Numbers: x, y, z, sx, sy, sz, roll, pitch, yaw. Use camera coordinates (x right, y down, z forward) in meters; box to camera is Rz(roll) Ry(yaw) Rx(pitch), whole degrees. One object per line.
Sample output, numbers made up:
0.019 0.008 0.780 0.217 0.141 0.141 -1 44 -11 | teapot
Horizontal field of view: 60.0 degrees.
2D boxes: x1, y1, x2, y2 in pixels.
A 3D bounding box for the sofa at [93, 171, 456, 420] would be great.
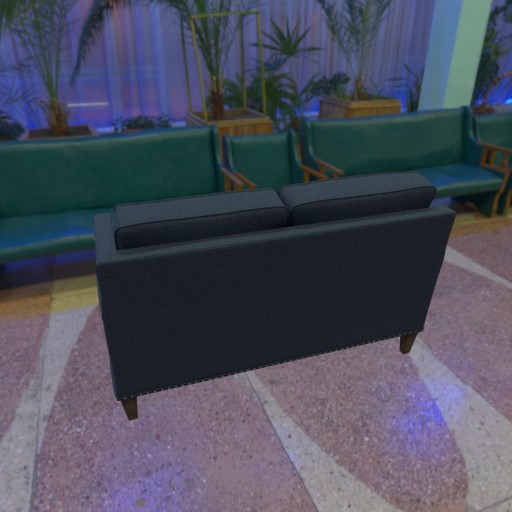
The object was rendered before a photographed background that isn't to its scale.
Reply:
0.000 0.000 2.324 1.597 1.003 1.084 -9 29 -16 | sofa
